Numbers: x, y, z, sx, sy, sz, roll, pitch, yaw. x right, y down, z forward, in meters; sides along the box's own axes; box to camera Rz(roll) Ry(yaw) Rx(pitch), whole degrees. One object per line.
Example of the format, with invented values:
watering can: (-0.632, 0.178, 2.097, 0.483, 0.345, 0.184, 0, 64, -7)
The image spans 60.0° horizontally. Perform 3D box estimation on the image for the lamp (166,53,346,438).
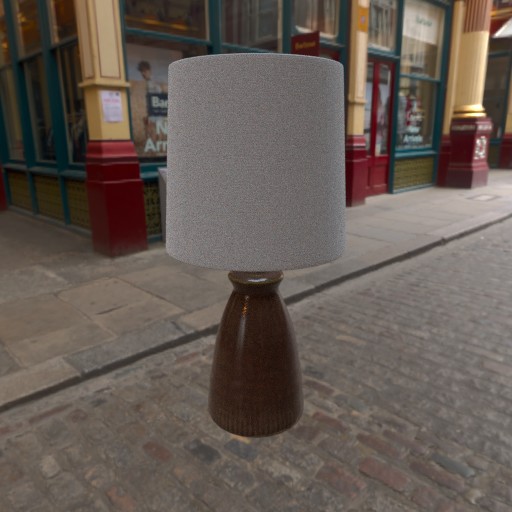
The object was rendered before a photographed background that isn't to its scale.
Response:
lamp: (0.000, 0.000, 0.470, 0.186, 0.369, 0.186, 0, 15, 0)
